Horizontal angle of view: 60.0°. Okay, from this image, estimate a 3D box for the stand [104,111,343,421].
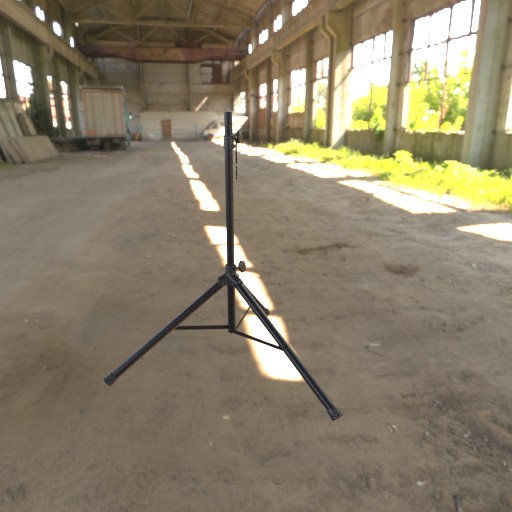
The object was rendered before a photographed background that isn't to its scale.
[{"bbox_3d":[0.000,0.000,1.826,1.045,1.136,0.907,-16,23,-42],"label":"stand"}]
